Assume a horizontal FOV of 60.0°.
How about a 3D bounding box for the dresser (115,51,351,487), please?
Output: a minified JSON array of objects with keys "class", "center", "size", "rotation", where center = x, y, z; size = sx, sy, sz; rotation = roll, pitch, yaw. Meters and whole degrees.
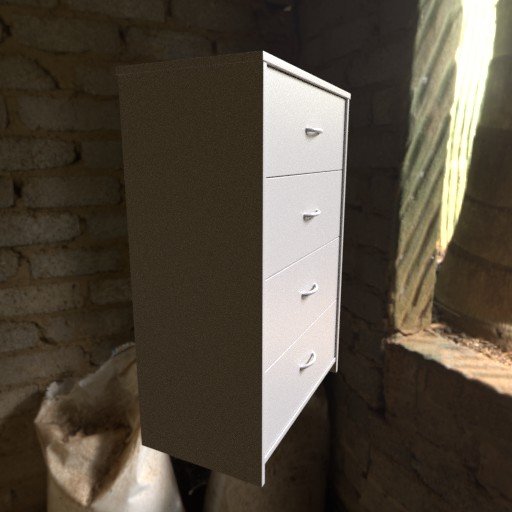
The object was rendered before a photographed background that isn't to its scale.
[{"class":"dresser","center":[0.000,0.000,1.385],"size":[0.401,1.021,0.704],"rotation":[6,14,25]}]
